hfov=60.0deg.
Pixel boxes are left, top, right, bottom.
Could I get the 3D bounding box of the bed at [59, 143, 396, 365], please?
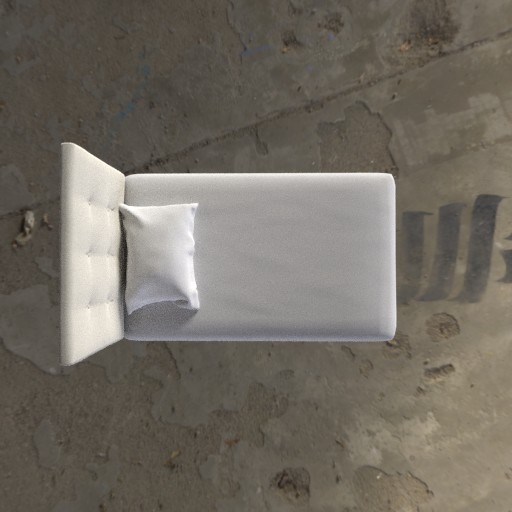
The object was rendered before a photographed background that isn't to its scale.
[{"bbox_3d":[0.000,0.000,3.000,1.997,1.571,1.261,0,89,1],"label":"bed"}]
